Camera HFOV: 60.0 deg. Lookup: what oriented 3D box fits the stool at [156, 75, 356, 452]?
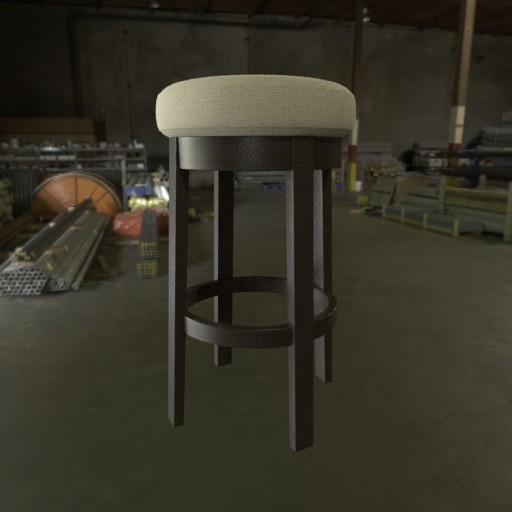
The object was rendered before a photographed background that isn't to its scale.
[{"bbox_3d":[0.000,0.000,1.044,0.446,0.758,0.446,0,14,0],"label":"stool"}]
